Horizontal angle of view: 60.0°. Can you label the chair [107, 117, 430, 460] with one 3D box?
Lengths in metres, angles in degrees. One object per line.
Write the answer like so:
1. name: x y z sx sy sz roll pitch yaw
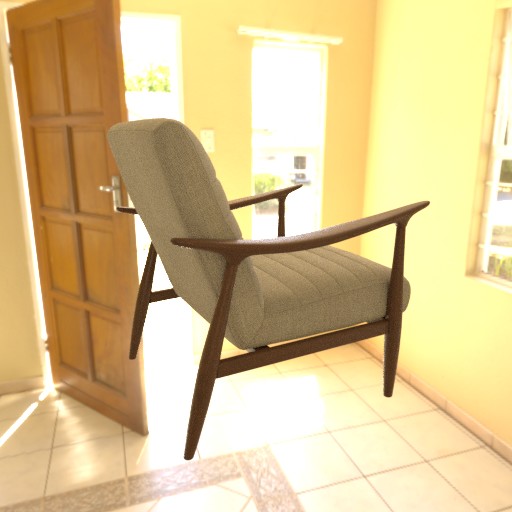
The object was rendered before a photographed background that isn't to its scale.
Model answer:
1. chair: 0.000 0.000 1.443 0.798 0.832 0.741 -7 16 -27
